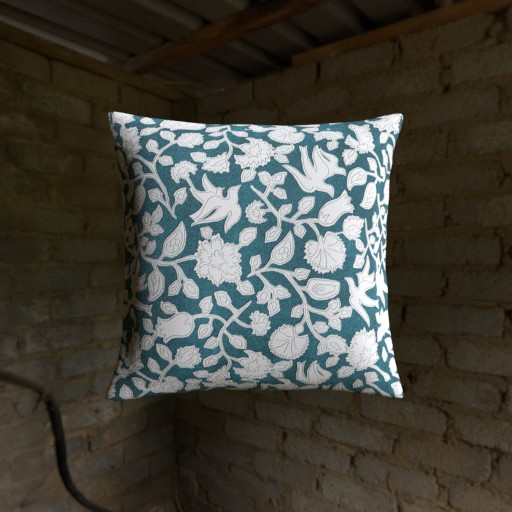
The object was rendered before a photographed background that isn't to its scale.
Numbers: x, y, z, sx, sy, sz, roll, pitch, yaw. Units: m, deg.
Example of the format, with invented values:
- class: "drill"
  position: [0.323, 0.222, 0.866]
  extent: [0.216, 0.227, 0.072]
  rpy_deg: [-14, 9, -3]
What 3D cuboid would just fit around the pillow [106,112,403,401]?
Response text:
- class: "pillow"
  position: [0.000, 0.000, 0.784]
  extent: [0.525, 0.508, 0.166]
  rpy_deg: [0, 1, -1]
